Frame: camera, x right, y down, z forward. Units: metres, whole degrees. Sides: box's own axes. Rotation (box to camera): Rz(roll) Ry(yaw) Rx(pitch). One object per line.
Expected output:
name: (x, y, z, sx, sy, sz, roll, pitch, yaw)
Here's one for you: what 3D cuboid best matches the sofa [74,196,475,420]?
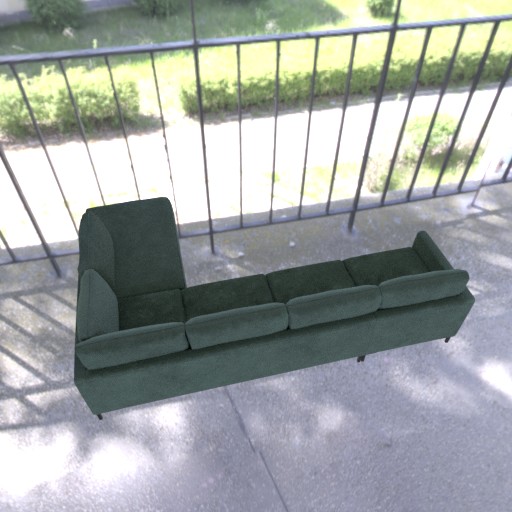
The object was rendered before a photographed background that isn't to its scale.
sofa: (0.000, 0.000, 3.266, 2.486, 0.687, 1.707, -10, 47, -9)
